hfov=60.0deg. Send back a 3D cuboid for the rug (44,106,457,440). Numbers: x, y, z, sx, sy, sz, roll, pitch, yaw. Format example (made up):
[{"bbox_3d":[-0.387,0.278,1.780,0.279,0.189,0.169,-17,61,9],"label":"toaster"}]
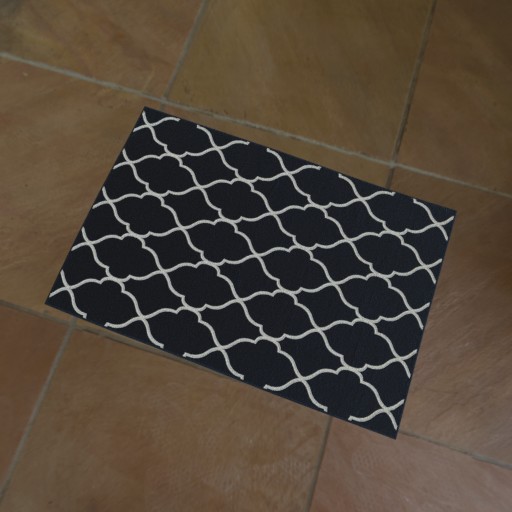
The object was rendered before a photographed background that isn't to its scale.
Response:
[{"bbox_3d":[0.000,0.000,2.861,2.290,0.014,1.526,20,75,5],"label":"rug"}]
